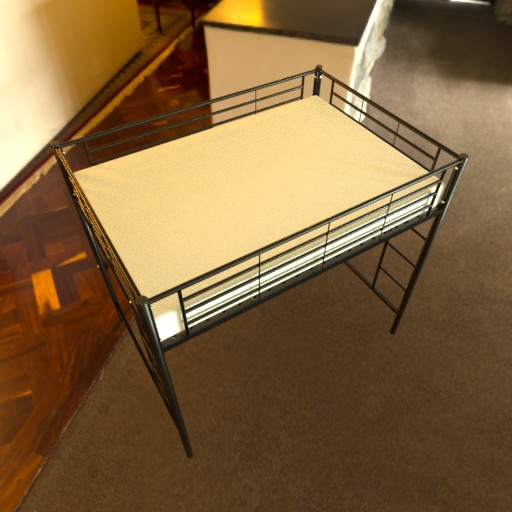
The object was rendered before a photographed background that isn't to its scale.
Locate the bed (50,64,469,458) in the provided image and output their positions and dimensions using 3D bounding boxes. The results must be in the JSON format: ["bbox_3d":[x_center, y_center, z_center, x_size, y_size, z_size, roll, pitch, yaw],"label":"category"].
[{"bbox_3d":[0.000,0.000,3.207,1.994,1.803,1.397,-24,52,-21],"label":"bed"}]
